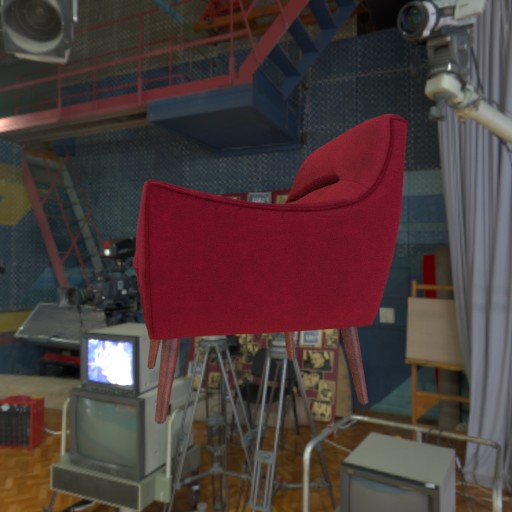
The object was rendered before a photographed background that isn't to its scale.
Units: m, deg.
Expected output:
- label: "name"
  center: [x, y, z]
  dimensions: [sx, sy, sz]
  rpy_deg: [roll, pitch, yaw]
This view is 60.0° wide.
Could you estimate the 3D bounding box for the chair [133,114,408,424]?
- label: "chair"
  center: [0.000, 0.000, 1.473]
  dimensions: [0.787, 0.838, 0.762]
  rpy_deg: [0, -1, -16]
